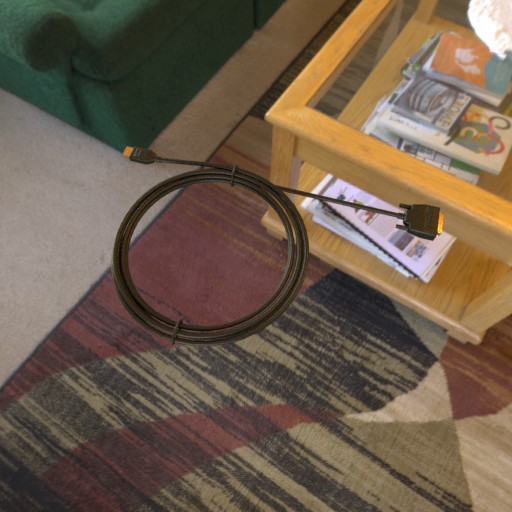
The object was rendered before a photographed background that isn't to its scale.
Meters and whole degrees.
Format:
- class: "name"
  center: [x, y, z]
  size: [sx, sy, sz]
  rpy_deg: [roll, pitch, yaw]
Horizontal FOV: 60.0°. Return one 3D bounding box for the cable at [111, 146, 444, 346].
- class: "cable"
  center: [0.000, 0.000, 0.527]
  size: [0.422, 0.030, 0.257]
  rpy_deg: [14, 65, 7]
